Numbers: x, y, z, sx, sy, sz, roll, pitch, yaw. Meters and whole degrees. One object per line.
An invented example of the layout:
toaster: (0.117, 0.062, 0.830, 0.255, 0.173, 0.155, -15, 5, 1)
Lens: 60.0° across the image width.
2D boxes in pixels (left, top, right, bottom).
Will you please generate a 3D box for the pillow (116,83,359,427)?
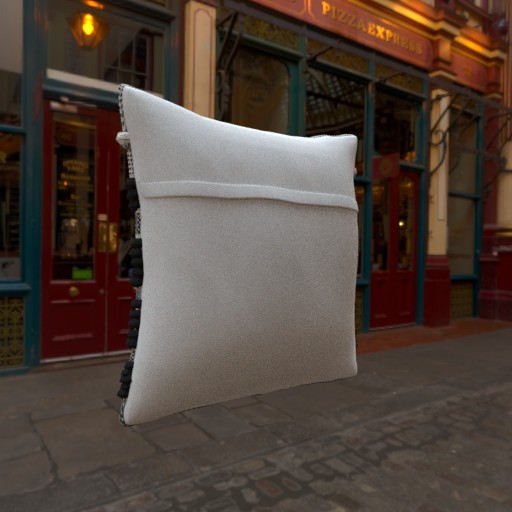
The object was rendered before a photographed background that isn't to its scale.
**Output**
pillow: (0.000, 0.000, 0.688, 0.436, 0.438, 0.156, 0, 0, -35)
